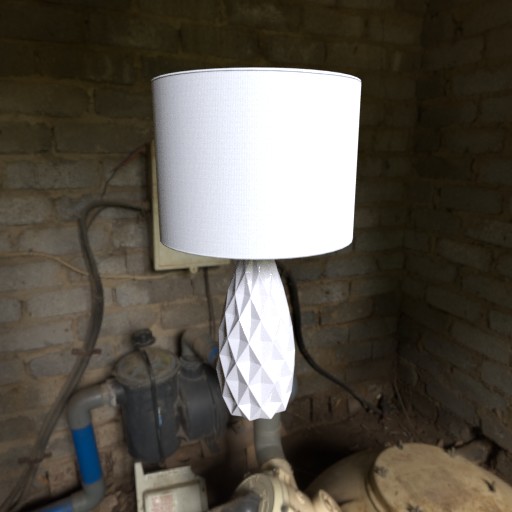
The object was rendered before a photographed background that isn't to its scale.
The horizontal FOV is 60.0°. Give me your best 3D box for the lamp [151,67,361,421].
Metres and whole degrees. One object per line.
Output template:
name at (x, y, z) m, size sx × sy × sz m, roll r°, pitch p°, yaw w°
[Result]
lamp at (0.000, 0.000, 0.706) m, size 0.297 × 0.522 × 0.297 m, roll 0°, pitch 14°, yaw 0°
